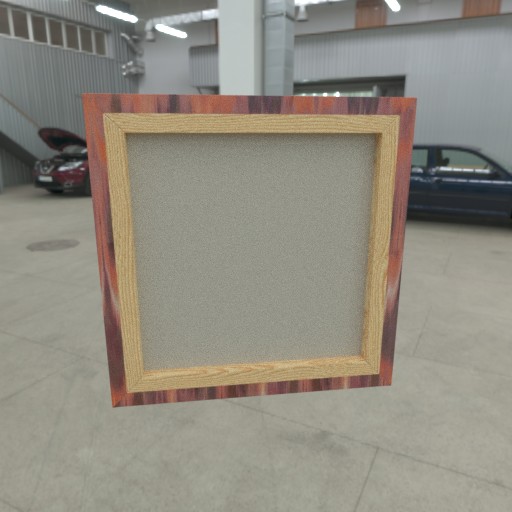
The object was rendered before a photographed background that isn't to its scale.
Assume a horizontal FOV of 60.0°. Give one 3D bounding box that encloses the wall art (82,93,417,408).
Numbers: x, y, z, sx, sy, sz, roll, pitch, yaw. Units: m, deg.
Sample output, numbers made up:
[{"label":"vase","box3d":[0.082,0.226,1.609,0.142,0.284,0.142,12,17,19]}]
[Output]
[{"label":"wall art","box3d":[0.000,0.000,0.599,0.403,0.406,0.038,-2,15,-8]}]
